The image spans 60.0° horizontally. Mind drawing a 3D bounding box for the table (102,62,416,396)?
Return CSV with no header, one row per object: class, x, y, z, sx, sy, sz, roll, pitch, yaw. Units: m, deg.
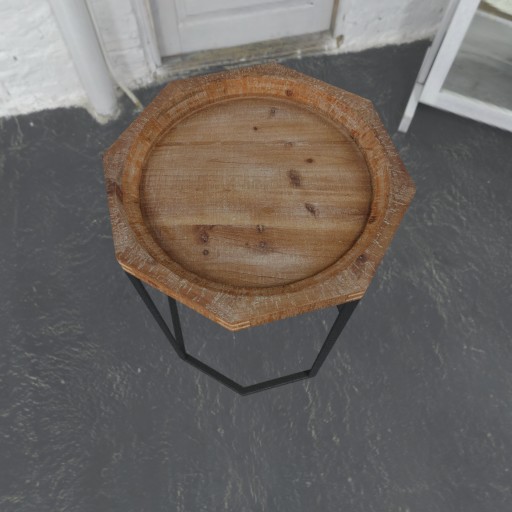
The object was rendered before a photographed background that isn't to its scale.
table,0.000,0.000,0.882,0.458,0.543,0.458,-34,68,-16
